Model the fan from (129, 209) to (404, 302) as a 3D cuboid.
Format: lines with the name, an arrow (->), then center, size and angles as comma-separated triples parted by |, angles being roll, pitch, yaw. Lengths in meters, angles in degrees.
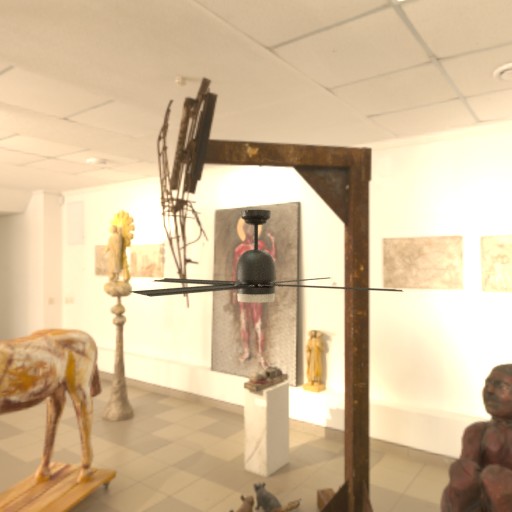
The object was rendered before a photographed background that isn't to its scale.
fan -> 0.000, 0.000, 2.028 | 1.319, 0.410, 1.319 | 0, 0, 35
